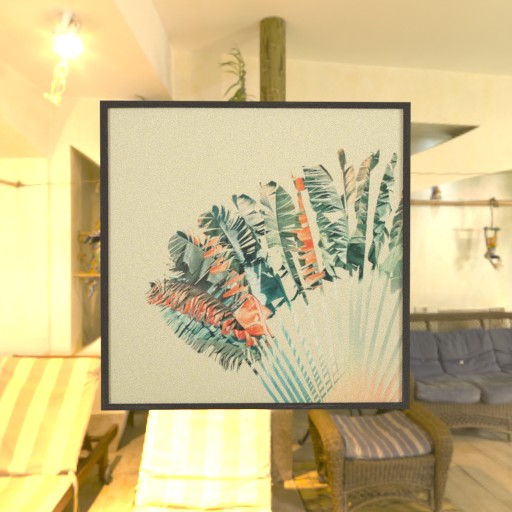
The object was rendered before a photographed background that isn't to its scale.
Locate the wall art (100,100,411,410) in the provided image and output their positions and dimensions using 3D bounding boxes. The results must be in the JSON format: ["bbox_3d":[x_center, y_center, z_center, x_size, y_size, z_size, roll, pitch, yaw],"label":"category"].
[{"bbox_3d":[0.000,0.000,1.112,0.762,0.758,0.043,0,1,-1],"label":"wall art"}]
